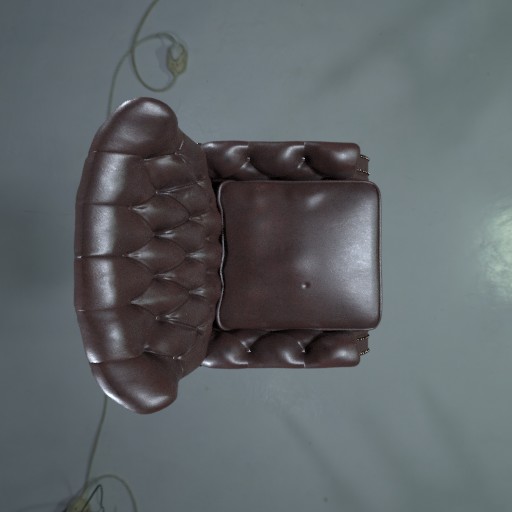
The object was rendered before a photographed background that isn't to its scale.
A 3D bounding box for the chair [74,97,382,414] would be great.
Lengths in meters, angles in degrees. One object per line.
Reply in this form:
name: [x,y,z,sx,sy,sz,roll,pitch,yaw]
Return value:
chair: [0.000,0.000,1.397,0.823,0.864,0.709,0,90,0]
